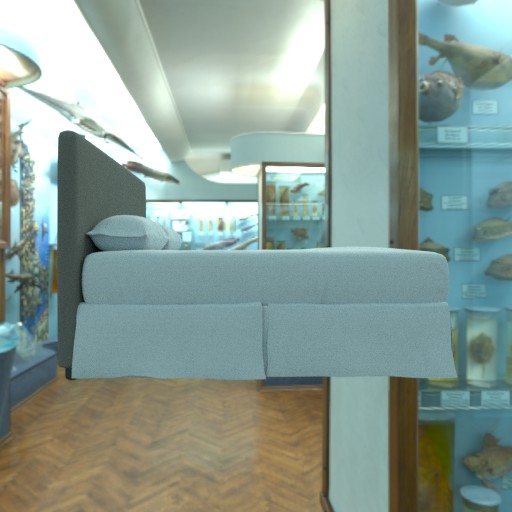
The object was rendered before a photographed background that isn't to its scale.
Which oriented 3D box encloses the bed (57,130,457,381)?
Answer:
[{"bbox_3d":[0.000,0.000,3.151,2.142,1.330,1.748,0,0,-2],"label":"bed"}]
